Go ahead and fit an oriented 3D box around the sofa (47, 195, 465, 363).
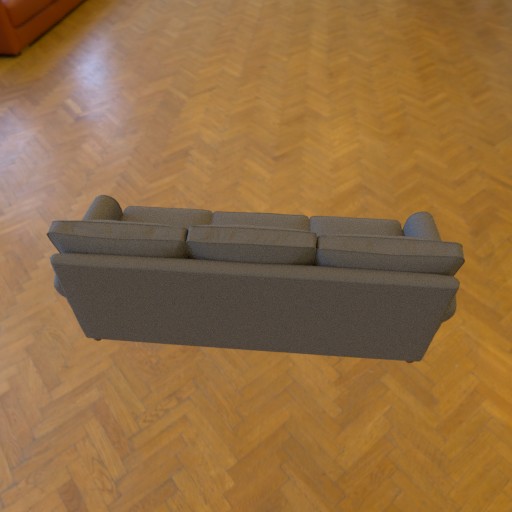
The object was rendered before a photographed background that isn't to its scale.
[{"bbox_3d":[0.000,0.000,2.876,2.353,0.948,0.966,3,46,3],"label":"sofa"}]
